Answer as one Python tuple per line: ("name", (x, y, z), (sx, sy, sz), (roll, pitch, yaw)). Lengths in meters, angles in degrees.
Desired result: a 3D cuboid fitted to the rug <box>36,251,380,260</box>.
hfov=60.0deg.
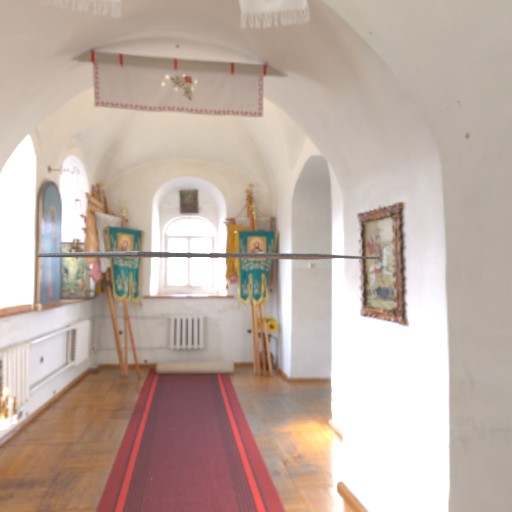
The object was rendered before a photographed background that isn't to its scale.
("rug", (0.000, 0.000, 2.671), (0.675, 0.037, 2.341), (0, -1, 36))
